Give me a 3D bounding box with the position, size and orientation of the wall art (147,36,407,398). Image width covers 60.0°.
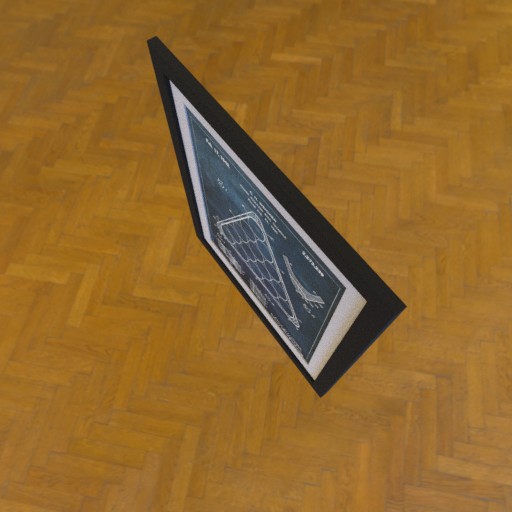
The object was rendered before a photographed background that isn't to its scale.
[{"bbox_3d":[0.000,0.000,0.498,0.010,0.361,0.311,-33,69,-15],"label":"wall art"}]
